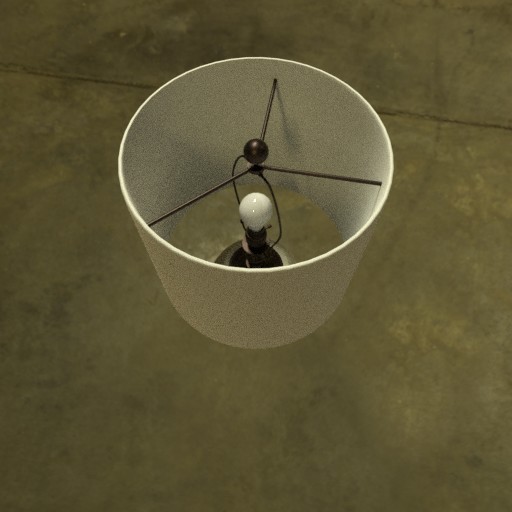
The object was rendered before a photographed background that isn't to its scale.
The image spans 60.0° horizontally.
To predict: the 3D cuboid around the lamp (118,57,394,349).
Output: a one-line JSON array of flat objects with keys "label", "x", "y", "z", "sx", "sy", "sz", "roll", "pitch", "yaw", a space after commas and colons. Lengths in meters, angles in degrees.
[{"label": "lamp", "x": 0.000, "y": 0.000, "z": 0.771, "sx": 0.329, "sy": 0.570, "sz": 0.329, "roll": -32, "pitch": 67, "yaw": -15}]
